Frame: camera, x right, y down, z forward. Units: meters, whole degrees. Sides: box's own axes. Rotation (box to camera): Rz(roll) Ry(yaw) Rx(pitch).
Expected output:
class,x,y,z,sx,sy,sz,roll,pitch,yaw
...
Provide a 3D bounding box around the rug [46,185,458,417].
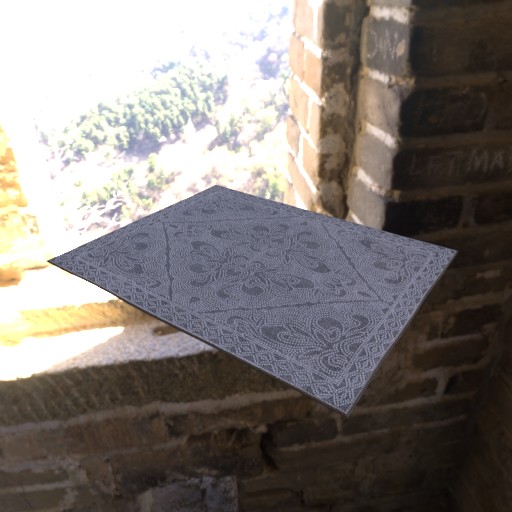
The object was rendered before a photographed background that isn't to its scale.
class,x,y,z,sx,sy,sz,roll,pitch,yaw
rug,0.000,0.000,4.158,3.048,0.012,2.438,20,35,31
